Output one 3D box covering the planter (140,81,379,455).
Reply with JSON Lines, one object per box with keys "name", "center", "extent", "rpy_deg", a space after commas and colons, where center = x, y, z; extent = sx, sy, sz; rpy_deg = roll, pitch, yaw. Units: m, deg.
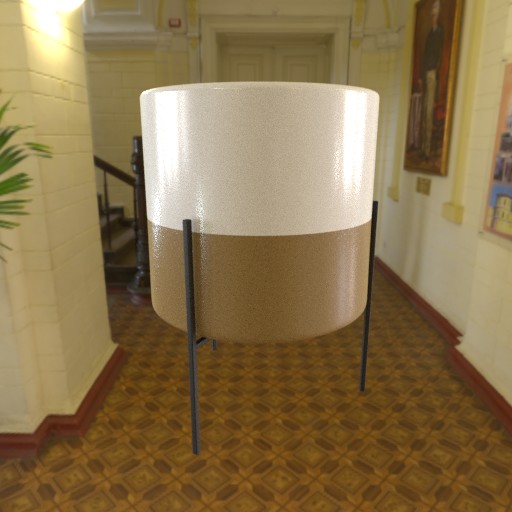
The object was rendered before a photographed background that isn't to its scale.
{"name": "planter", "center": [0.000, 0.000, 0.629], "extent": [0.310, 0.432, 0.310], "rpy_deg": [14, 21, 43]}
